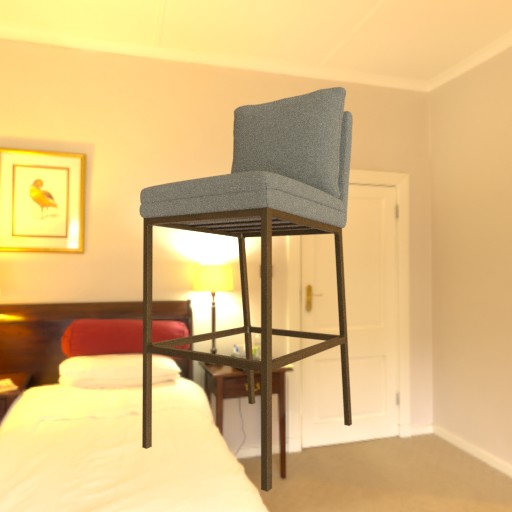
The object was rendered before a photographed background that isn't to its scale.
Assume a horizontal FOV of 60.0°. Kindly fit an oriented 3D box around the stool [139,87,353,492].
[{"bbox_3d":[0.000,0.000,1.409,0.463,1.132,0.569,-1,-1,35],"label":"stool"}]
